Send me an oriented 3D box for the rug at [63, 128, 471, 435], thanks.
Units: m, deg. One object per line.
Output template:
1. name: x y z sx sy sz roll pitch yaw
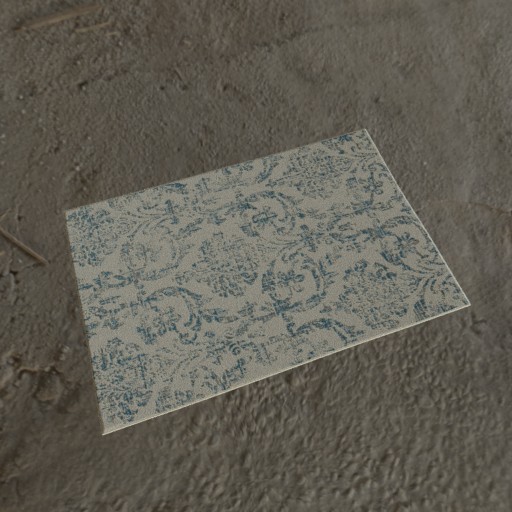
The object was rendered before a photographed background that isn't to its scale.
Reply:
1. rug: 0.000 0.000 2.314 1.831 0.012 1.213 -17 64 -8
